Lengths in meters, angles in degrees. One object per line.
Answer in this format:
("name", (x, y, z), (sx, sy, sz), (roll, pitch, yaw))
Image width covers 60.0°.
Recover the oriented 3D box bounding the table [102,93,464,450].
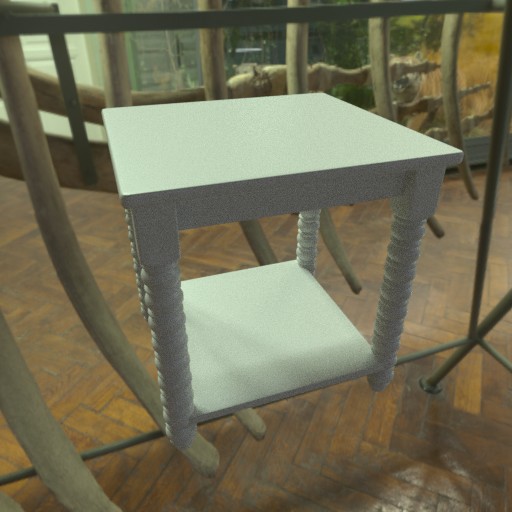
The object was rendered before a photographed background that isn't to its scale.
("table", (0.000, 0.000, 0.972), (0.533, 0.563, 0.500), (-10, 33, -16))
